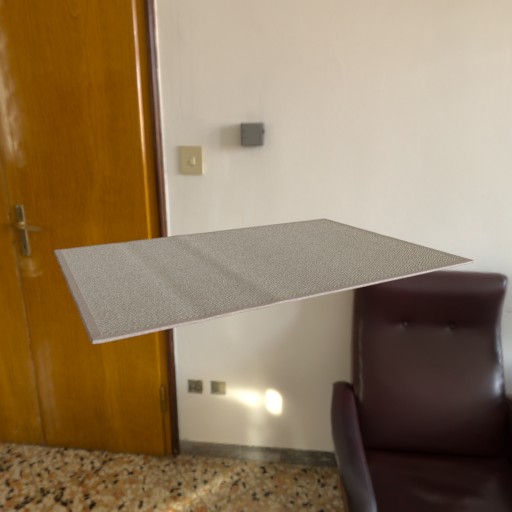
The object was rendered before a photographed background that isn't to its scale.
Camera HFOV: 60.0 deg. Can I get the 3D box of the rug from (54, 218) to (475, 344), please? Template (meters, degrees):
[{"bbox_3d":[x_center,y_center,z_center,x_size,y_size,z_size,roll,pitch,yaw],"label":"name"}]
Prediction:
[{"bbox_3d":[0.000,0.000,2.887,2.290,0.021,1.540,-9,18,-28],"label":"rug"}]
